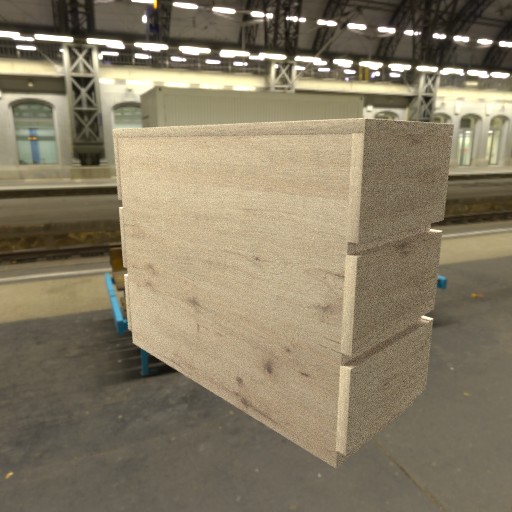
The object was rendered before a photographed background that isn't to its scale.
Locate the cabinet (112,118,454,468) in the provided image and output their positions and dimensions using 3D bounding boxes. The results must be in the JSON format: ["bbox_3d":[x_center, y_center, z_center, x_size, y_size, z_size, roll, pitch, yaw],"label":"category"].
[{"bbox_3d":[0.000,0.000,1.468,0.420,0.820,1.040,-14,20,-43],"label":"cabinet"}]
